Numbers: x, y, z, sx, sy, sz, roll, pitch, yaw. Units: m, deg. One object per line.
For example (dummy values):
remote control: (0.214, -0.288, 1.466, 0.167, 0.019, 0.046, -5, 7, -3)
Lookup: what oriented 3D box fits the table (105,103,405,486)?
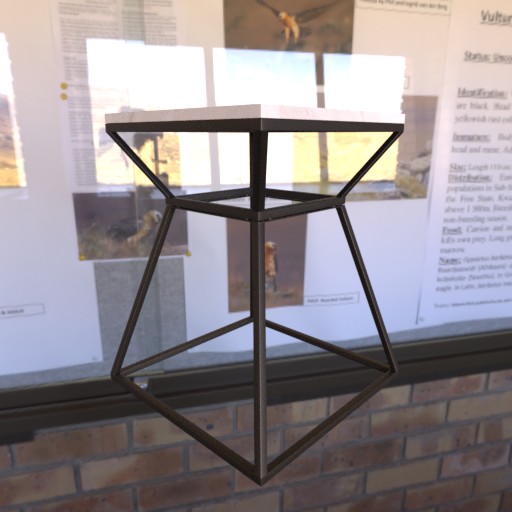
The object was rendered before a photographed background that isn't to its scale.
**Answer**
table: (0.000, 0.000, 0.914, 0.455, 0.559, 0.455, 14, 21, 42)
